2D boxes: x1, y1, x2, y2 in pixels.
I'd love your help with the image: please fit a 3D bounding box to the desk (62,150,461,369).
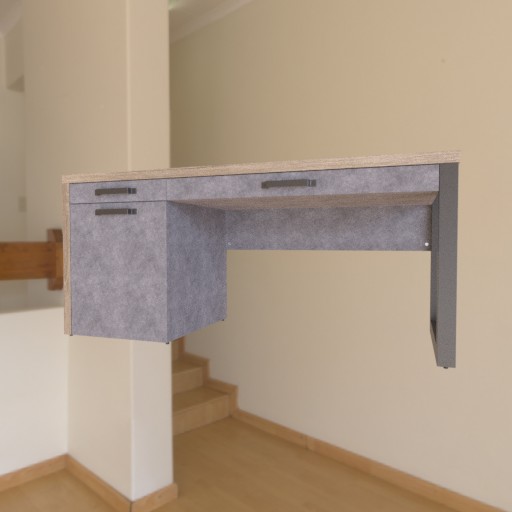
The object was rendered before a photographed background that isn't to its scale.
[{"bbox_3d":[0.000,0.000,2.104,1.700,0.760,0.690,1,2,19],"label":"desk"}]
